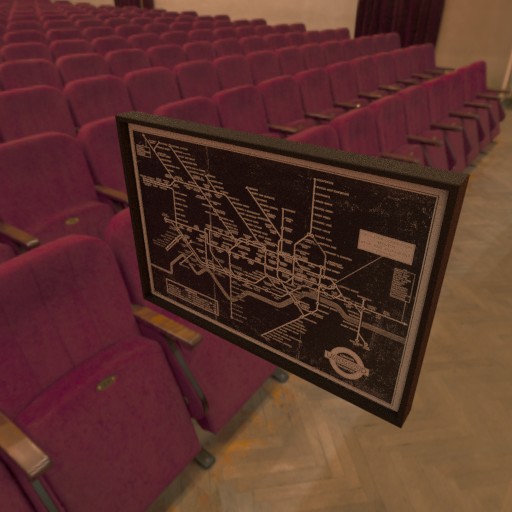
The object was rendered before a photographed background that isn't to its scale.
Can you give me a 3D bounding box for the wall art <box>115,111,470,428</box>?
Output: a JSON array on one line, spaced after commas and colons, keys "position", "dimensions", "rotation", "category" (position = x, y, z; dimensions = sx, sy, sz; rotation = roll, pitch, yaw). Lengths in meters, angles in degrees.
[{"position": [0.000, 0.000, 0.859], "dimensions": [0.671, 0.456, 0.051], "rotation": [20, 35, 31], "category": "wall art"}]
